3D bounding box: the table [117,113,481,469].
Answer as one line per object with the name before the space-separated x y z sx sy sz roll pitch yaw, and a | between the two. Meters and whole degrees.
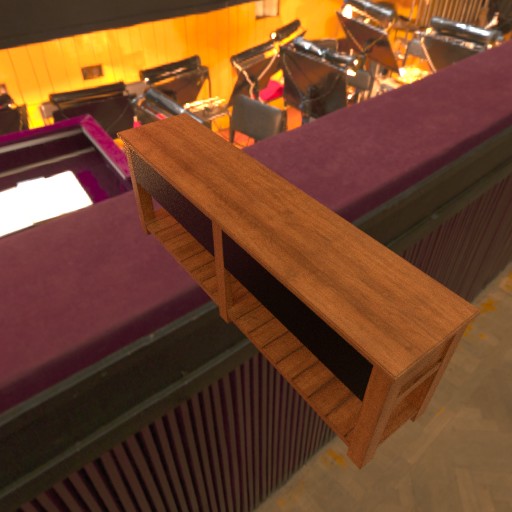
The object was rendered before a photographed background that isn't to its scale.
table | 0.000 0.000 2.043 0.425 0.635 1.815 -27 48 -27
